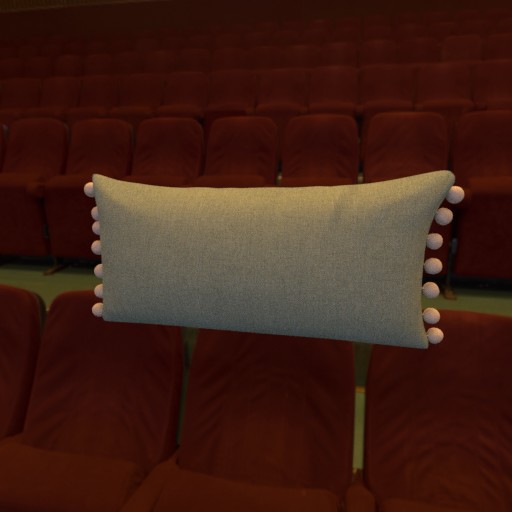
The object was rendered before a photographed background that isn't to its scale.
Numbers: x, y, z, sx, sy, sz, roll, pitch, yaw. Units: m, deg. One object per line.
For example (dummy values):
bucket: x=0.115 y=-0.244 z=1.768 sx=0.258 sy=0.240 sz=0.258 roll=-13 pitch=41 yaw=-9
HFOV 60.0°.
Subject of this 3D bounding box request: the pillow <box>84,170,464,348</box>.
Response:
pillow: x=0.000 y=0.000 z=0.829 sx=0.709 sy=0.322 sz=0.201 roll=3 pitch=15 yaw=11
